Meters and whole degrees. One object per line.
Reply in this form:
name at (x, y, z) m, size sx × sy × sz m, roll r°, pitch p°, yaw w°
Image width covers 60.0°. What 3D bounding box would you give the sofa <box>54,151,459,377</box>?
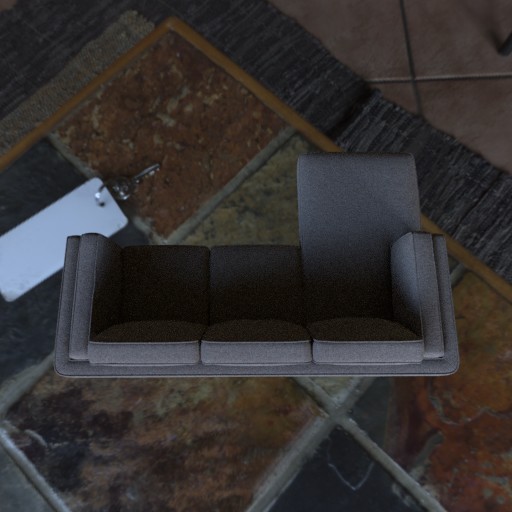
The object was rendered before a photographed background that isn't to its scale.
sofa at (0.000, 0.000, 3.054) m, size 2.411 × 0.929 × 1.604 m, roll 0°, pitch 75°, yaw 0°
